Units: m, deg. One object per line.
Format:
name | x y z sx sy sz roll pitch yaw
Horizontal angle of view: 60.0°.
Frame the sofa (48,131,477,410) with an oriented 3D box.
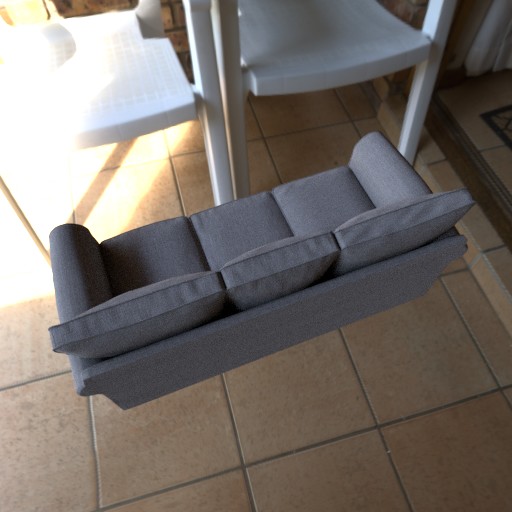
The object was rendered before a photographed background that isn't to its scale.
sofa | 0.000 0.000 2.489 2.084 0.961 0.916 -19 61 -11
